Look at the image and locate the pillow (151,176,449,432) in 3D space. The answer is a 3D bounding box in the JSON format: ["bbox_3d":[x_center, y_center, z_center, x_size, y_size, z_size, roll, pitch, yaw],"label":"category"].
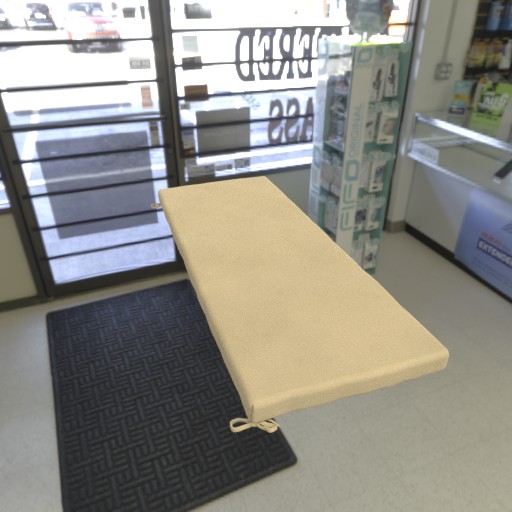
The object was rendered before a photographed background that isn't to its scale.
[{"bbox_3d":[0.000,0.000,1.354,0.492,0.081,1.187,-10,32,-17],"label":"pillow"}]
